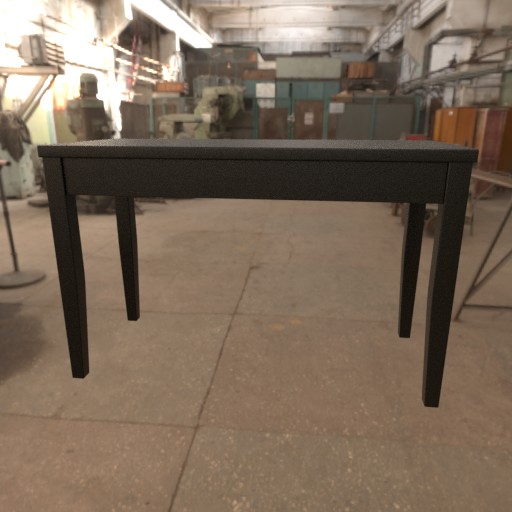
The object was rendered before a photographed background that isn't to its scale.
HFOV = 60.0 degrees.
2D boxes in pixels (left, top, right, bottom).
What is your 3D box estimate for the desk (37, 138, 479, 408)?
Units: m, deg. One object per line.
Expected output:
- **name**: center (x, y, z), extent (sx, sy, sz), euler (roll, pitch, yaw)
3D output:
- **desk**: center (0.000, 0.000, 1.562), extent (1.220, 0.775, 0.508), euler (2, 17, 8)
